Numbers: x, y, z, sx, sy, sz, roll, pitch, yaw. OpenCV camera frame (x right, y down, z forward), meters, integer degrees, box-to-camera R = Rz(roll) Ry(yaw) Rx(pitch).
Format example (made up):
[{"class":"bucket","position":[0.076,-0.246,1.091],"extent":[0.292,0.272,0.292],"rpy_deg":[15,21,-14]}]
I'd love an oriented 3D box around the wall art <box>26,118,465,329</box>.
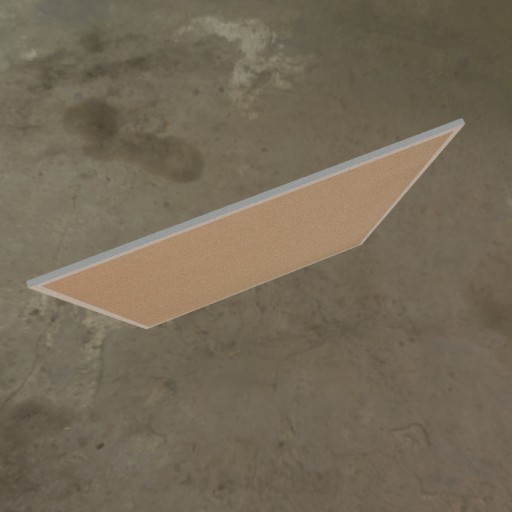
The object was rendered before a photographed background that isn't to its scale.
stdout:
[{"class":"wall art","position":[0.000,0.000,1.157],"extent":[0.809,0.809,0.012],"rpy_deg":[-21,77,-5]}]
